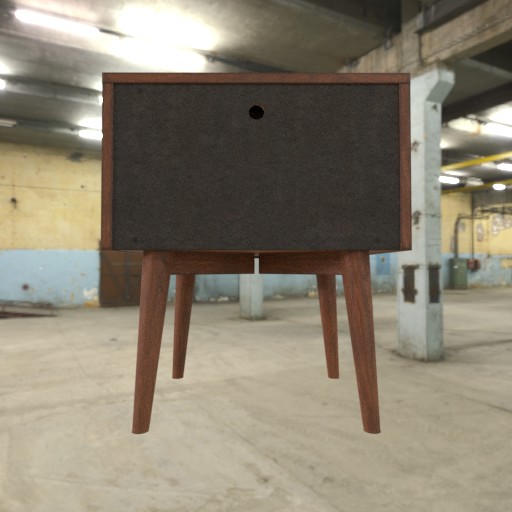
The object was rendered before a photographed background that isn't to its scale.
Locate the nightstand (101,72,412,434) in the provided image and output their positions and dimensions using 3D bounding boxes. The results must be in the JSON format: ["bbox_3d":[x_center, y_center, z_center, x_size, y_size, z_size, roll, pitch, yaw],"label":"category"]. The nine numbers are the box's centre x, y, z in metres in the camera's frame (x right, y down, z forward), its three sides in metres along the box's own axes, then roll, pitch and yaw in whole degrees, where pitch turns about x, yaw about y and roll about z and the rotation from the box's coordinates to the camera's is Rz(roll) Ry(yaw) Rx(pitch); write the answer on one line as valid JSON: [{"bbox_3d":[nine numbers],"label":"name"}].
[{"bbox_3d":[0.000,0.000,0.960,0.521,0.607,0.445,0,-2,0],"label":"nightstand"}]
